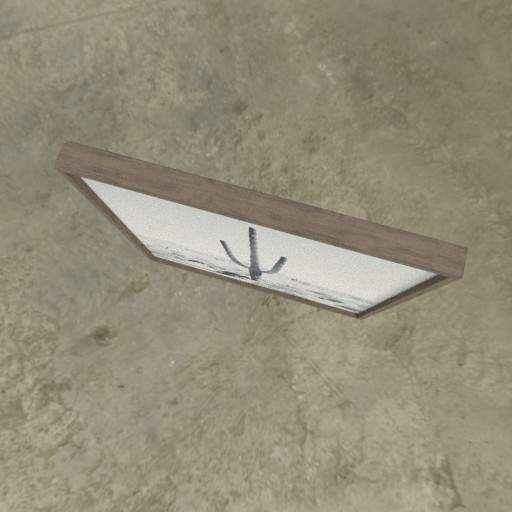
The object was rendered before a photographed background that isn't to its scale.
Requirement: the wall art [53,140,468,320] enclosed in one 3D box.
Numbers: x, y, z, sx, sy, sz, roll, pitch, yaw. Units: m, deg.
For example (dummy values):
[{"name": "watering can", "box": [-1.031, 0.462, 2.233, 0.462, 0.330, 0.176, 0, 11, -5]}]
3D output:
[{"name": "wall art", "box": [0.000, 0.000, 0.780, 0.508, 0.508, 0.038, 16, 77, 4]}]
